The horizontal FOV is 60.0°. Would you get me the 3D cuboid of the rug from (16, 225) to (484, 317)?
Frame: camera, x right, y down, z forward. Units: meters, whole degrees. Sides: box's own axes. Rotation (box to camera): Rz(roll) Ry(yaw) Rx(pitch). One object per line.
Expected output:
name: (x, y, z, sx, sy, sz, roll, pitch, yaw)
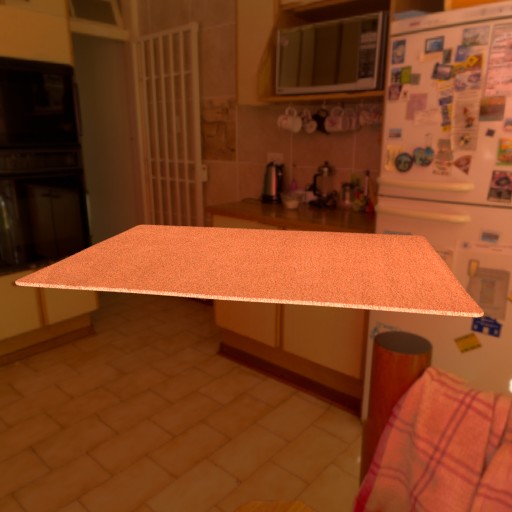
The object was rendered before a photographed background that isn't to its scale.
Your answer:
rug: (0.000, 0.000, 3.332, 2.700, 0.024, 1.801, 3, 16, 10)
